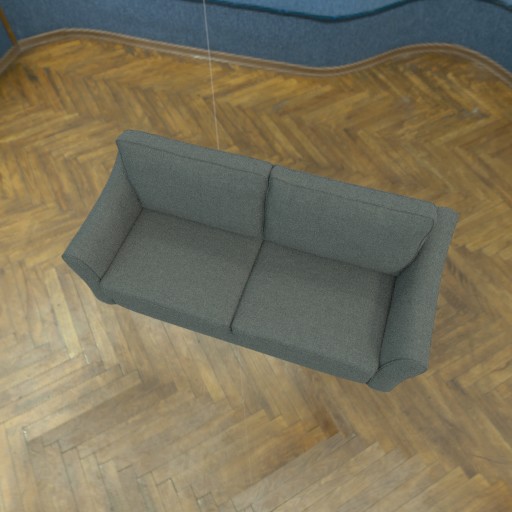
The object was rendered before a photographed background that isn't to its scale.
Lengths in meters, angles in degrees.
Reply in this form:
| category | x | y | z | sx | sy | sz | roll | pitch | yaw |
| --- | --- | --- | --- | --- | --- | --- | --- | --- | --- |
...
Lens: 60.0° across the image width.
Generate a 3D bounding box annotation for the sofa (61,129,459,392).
| category | x | y | z | sx | sy | sz | roll | pitch | yaw |
| --- | --- | --- | --- | --- | --- | --- | --- | --- | --- |
| sofa | 0.000 | 0.000 | 2.793 | 2.203 | 0.976 | 1.013 | 16 | 60 | 10 |
